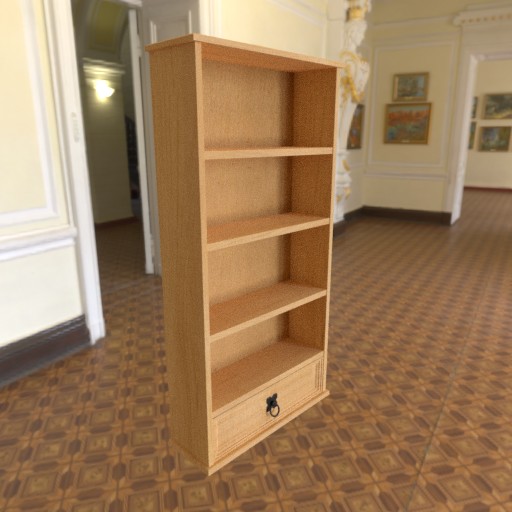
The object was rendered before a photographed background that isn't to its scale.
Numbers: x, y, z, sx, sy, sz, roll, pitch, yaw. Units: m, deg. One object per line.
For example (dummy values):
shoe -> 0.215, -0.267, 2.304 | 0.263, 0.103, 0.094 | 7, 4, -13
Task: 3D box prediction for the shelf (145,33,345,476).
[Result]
shelf -> 0.000, 0.000, 1.228 | 0.175, 1.030, 0.520 | 14, 21, 43
